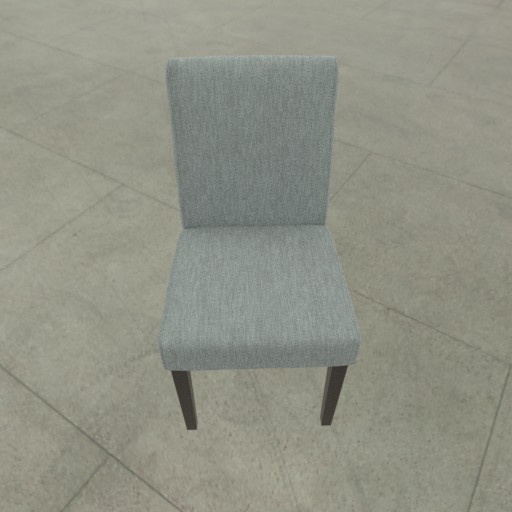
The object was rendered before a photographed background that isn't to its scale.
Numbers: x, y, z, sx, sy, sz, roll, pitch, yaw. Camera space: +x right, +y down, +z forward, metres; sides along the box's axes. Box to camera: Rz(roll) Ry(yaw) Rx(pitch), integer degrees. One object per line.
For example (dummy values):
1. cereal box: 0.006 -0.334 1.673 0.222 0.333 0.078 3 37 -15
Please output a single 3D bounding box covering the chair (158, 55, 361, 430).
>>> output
1. chair: 0.000 0.000 1.242 0.487 0.884 0.629 -1 46 -1
